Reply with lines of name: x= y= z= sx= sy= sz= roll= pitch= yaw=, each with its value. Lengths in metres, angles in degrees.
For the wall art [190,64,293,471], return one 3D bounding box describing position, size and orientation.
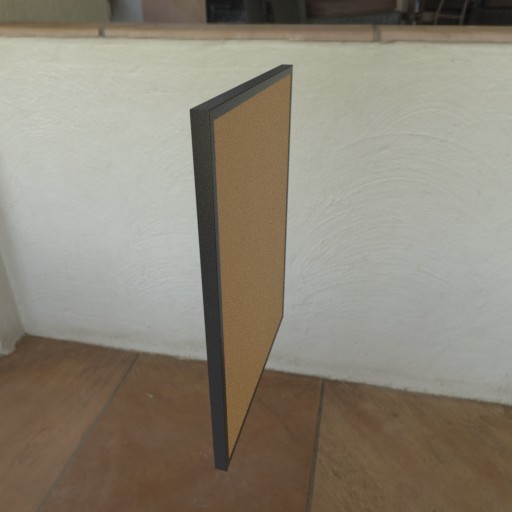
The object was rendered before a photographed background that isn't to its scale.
wall art: x=0.000 y=0.000 z=1.429 sx=0.039 sy=1.061 sz=0.804 roll=8 pitch=30 yaw=13
